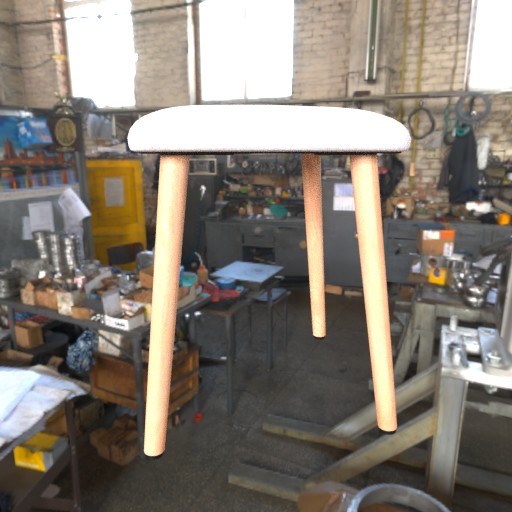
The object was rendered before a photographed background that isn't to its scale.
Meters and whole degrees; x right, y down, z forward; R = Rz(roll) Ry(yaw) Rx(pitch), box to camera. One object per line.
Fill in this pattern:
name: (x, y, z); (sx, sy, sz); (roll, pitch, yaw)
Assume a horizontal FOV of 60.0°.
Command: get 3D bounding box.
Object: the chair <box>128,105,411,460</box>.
chair: (0.000, 0.000, 0.698); (0.350, 0.440, 0.350); (-2, 14, -9)
